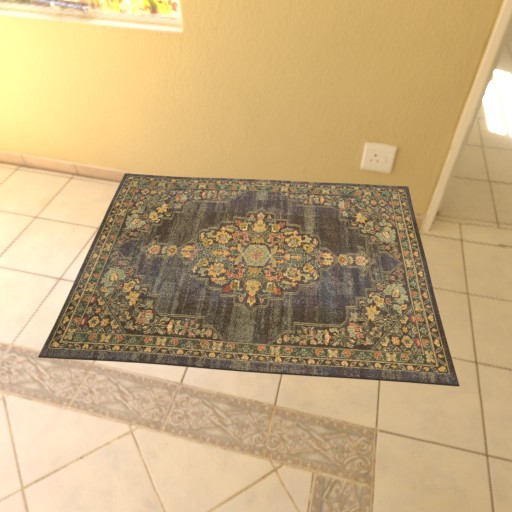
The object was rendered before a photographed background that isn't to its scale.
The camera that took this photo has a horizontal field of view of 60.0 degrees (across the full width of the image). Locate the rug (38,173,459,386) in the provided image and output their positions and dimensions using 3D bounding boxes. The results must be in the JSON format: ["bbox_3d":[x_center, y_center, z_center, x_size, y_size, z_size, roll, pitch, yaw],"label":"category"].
[{"bbox_3d":[0.000,0.000,4.699,3.612,0.035,2.716,3,46,3],"label":"rug"}]
